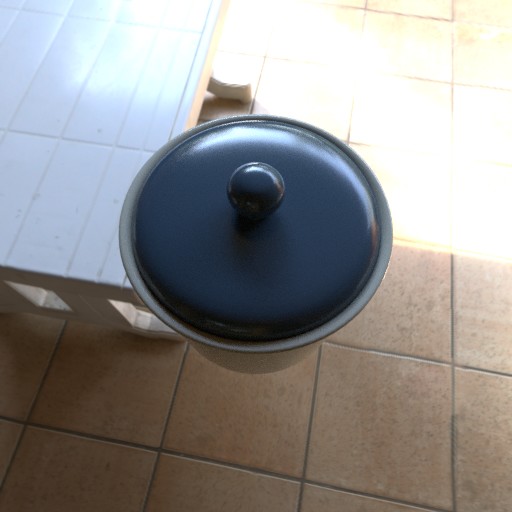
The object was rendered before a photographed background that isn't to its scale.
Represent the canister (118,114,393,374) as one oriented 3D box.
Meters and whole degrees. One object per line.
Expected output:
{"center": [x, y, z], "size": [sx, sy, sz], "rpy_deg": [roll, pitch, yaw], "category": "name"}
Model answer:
{"center": [0.000, 0.000, 0.348], "size": [0.182, 0.208, 0.182], "rpy_deg": [0, 64, 0], "category": "canister"}
